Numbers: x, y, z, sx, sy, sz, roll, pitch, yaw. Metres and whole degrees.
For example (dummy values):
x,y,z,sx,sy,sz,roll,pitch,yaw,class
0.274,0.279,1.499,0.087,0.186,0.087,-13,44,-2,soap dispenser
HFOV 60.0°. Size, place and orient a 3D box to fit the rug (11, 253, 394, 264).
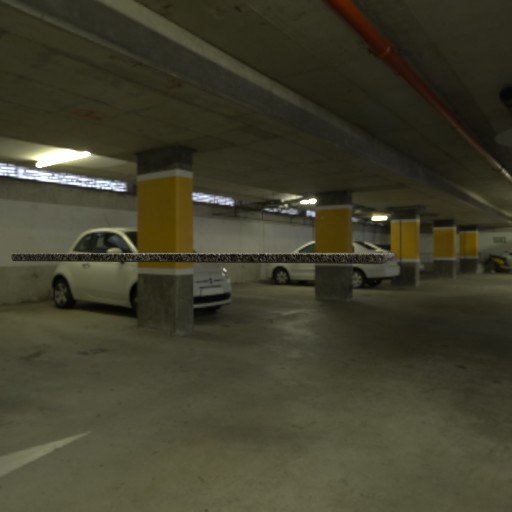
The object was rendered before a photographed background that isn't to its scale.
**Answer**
x,y,z,sx,sy,sz,roll,pitch,yaw,class
0.000,0.000,2.048,1.198,0.025,1.601,0,0,18,rug
